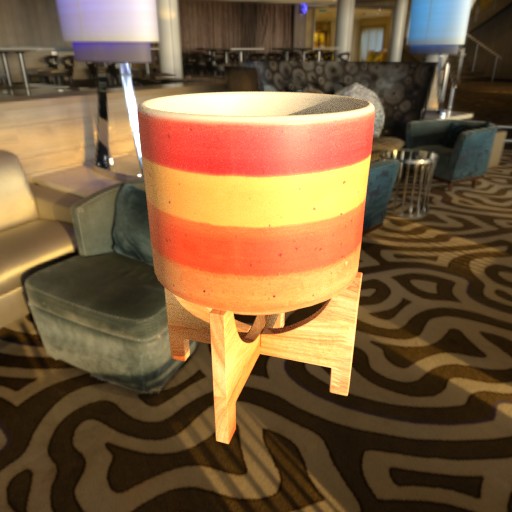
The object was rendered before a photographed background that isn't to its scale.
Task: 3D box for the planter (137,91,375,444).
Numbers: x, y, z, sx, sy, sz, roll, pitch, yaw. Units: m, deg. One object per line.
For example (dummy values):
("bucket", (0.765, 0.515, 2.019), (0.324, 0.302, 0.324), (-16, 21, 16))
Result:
("planter", (0.000, 0.000, 0.571), (0.269, 0.379, 0.269), (0, 25, 0))
